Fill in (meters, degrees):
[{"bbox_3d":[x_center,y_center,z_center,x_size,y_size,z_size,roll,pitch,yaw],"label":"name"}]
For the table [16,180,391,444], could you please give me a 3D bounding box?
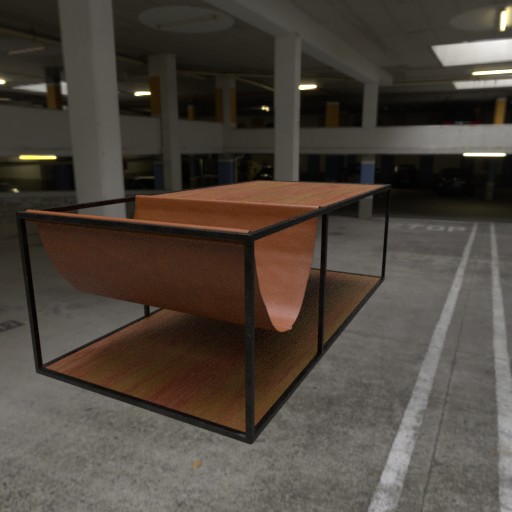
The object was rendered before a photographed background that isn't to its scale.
[{"bbox_3d":[0.000,0.000,1.426,0.597,0.403,1.199,7,15,26],"label":"table"}]
